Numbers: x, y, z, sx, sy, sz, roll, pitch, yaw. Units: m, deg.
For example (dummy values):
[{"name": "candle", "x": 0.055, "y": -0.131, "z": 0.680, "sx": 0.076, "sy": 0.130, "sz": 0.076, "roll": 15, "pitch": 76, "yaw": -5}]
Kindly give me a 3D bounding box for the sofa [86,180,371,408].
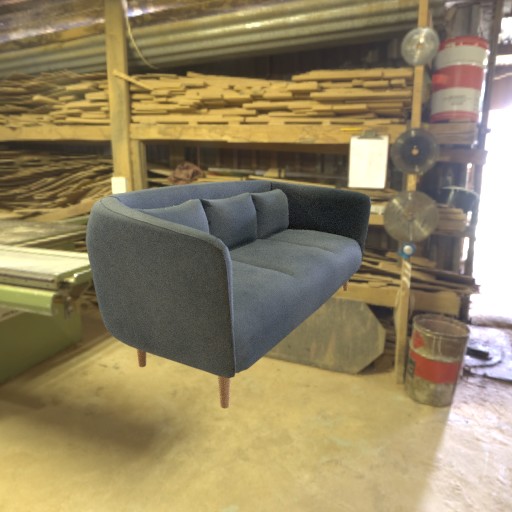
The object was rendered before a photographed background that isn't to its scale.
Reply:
[{"name": "sofa", "x": 0.000, "y": 0.000, "z": 2.500, "sx": 0.849, "sy": 0.795, "sz": 2.095, "roll": 6, "pitch": 14, "yaw": 26}]
